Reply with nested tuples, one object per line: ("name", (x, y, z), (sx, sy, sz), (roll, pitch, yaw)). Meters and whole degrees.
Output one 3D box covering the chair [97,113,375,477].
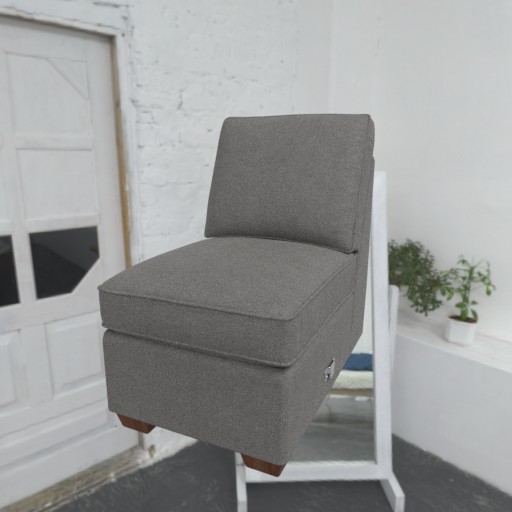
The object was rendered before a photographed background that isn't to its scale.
("chair", (0.000, 0.000, 1.533), (0.621, 0.970, 0.938), (7, 16, 24))
